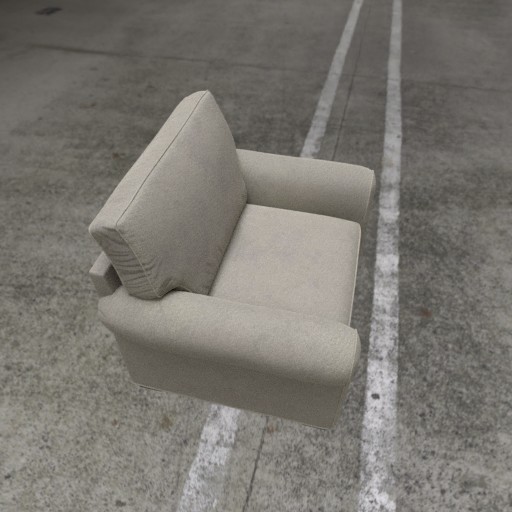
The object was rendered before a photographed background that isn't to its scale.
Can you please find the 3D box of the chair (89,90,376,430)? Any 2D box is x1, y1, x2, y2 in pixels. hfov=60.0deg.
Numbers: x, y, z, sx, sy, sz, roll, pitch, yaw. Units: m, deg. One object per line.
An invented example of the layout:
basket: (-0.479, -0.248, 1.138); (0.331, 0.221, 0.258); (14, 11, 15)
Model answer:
chair: (0.000, 0.000, 1.938); (0.939, 1.044, 1.147); (10, 47, 9)
